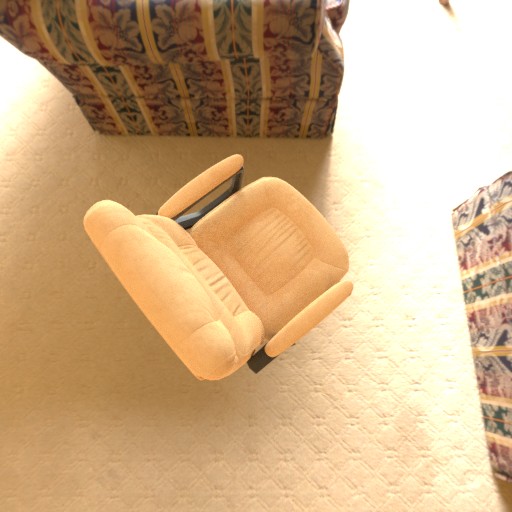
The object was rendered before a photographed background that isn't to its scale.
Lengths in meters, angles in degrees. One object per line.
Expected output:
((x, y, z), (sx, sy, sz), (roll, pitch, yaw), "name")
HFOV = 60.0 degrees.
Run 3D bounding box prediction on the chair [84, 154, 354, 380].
((0.000, 0.000, 1.561), (0.724, 1.105, 0.667), (-38, 79, -9), "chair")
